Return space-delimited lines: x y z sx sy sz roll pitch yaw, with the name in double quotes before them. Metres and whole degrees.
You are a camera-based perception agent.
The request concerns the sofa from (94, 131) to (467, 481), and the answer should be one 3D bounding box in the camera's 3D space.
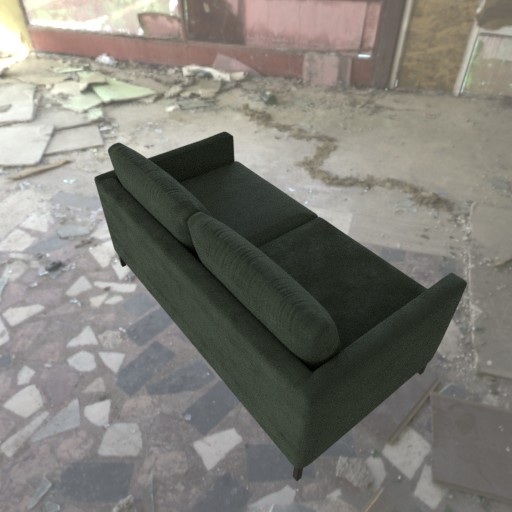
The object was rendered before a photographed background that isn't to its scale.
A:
"sofa" 0.000 0.000 2.161 0.875 0.817 1.676 -27 48 -27
